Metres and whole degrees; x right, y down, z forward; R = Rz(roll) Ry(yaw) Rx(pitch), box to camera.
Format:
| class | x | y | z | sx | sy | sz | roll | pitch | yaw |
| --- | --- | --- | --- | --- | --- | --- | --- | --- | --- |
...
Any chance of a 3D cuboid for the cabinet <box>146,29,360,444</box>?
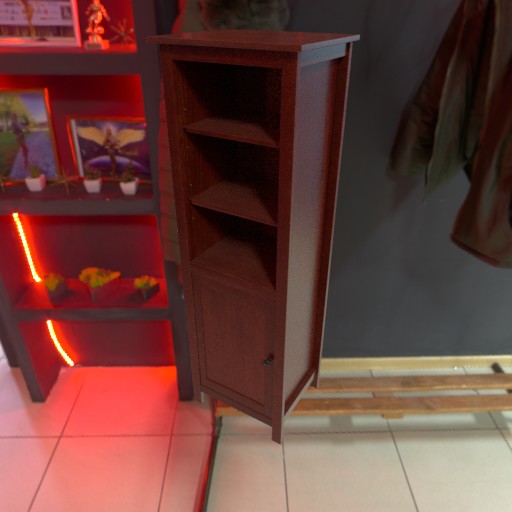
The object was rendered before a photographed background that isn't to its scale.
| class | x | y | z | sx | sy | sz | roll | pitch | yaw |
| --- | --- | --- | --- | --- | --- | --- | --- | --- | --- |
| cabinet | 0.000 | 0.000 | 1.700 | 0.500 | 1.518 | 0.401 | 17 | 34 | 27 |
